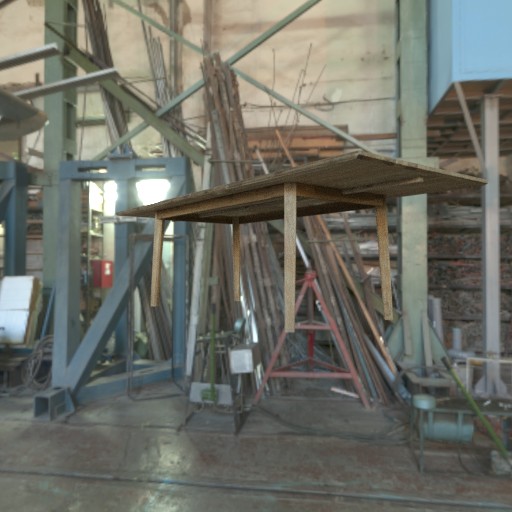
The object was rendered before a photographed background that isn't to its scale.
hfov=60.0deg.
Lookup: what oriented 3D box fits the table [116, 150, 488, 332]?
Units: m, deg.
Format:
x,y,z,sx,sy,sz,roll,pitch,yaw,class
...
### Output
x,y,z,sx,sy,sz,roll,pitch,yaw,class
0.000,0.000,2.991,1.000,0.752,2.603,1,-1,-37,table
